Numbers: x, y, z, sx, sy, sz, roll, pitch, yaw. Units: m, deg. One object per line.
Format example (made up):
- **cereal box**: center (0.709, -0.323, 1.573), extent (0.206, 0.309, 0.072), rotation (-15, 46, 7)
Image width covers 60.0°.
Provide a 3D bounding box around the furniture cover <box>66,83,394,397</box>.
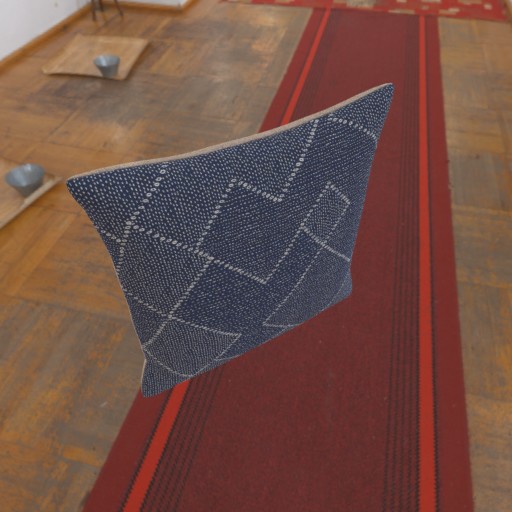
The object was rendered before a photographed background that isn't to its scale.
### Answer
- **furniture cover**: center (0.000, 0.000, 0.772), extent (0.511, 0.503, 0.162), rotation (-23, 50, -21)
